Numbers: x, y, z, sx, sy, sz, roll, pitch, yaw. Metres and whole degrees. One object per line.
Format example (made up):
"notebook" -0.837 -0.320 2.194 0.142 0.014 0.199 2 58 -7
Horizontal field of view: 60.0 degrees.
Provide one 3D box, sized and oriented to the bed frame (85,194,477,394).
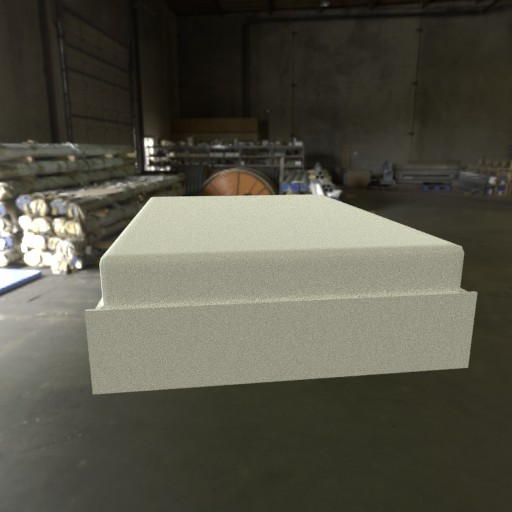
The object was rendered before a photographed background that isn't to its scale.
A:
"bed frame" 0.000 0.000 2.555 1.445 0.497 1.945 -2 14 -8
